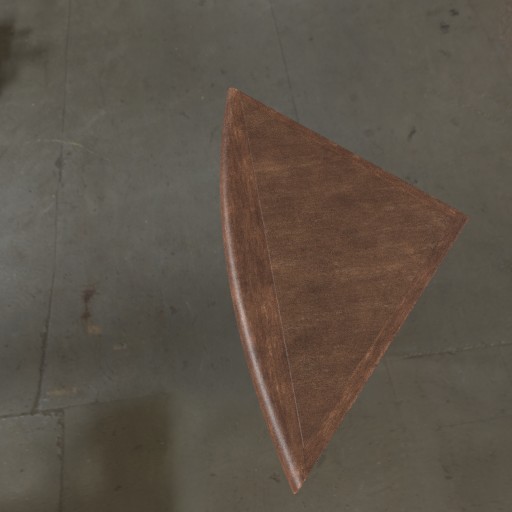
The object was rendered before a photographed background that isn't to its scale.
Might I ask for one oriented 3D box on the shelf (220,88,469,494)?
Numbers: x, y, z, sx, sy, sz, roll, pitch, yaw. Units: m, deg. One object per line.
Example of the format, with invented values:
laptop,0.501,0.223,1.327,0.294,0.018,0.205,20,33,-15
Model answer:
shelf,0.000,0.000,0.456,0.310,0.050,0.310,34,69,15
